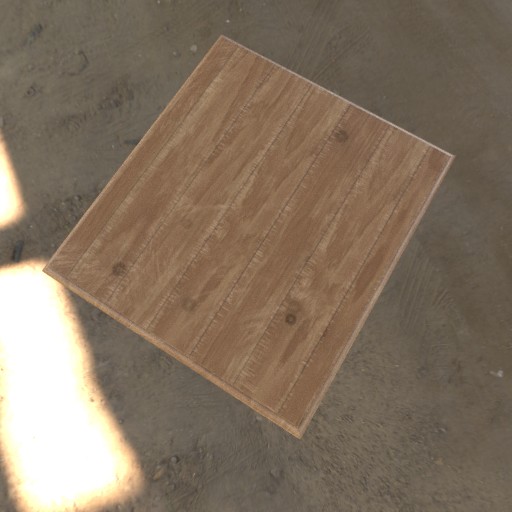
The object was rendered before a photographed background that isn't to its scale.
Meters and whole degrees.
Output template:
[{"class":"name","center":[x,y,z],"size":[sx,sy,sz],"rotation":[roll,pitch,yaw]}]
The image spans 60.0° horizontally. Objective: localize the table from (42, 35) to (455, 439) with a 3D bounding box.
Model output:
[{"class":"table","center":[0.000,0.000,0.961],"size":[0.457,0.561,0.508],"rotation":[31,77,8]}]
